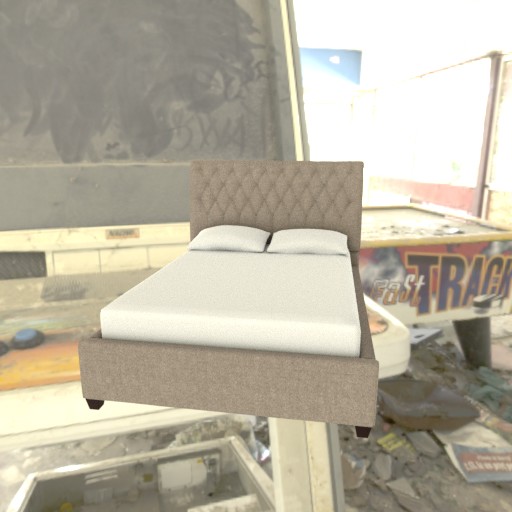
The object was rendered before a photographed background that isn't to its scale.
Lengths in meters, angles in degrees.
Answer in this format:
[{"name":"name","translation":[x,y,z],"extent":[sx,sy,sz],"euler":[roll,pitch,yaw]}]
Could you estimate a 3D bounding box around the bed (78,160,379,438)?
[{"name":"bed","translation":[0.000,0.000,3.340],"extent":[1.645,1.371,2.252],"euler":[2,13,10]}]
